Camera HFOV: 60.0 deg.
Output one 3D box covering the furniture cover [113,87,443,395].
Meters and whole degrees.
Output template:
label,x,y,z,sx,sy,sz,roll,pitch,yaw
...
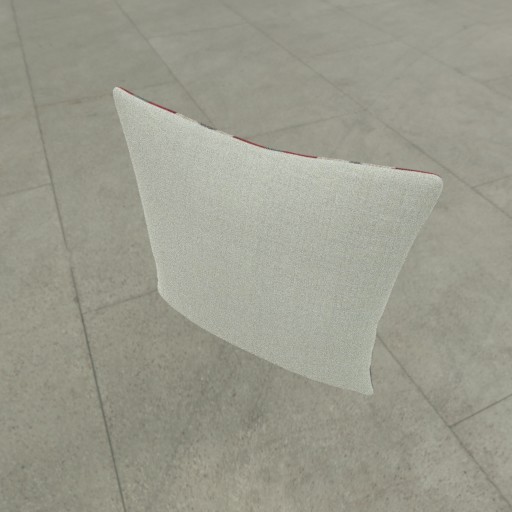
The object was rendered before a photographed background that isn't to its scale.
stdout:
label,x,y,z,sx,sy,sz,roll,pitch,yaw
furniture cover,0.000,0.000,0.647,0.435,0.420,0.145,22,49,21
